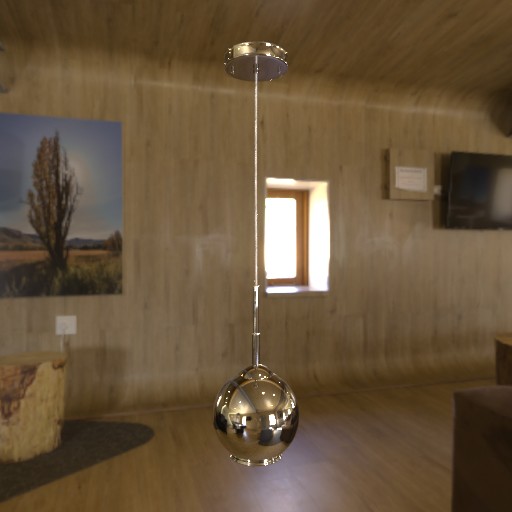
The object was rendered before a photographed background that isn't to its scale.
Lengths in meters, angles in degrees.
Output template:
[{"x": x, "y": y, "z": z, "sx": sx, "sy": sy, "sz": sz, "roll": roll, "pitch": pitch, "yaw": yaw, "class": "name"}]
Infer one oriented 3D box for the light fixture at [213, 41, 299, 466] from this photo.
[{"x": 0.000, "y": 0.000, "z": 1.716, "sx": 0.336, "sy": 1.538, "sz": 0.336, "roll": 0, "pitch": 0, "yaw": -1, "class": "light fixture"}]
